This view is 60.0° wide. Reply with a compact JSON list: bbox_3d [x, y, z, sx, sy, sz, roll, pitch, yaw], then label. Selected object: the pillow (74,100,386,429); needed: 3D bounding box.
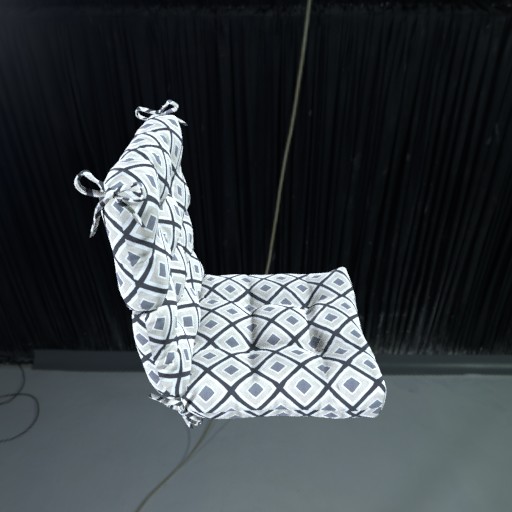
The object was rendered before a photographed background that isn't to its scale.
[{"bbox_3d":[0.000,0.000,1.026,0.571,0.605,0.519,-1,33,-1],"label":"pillow"}]
